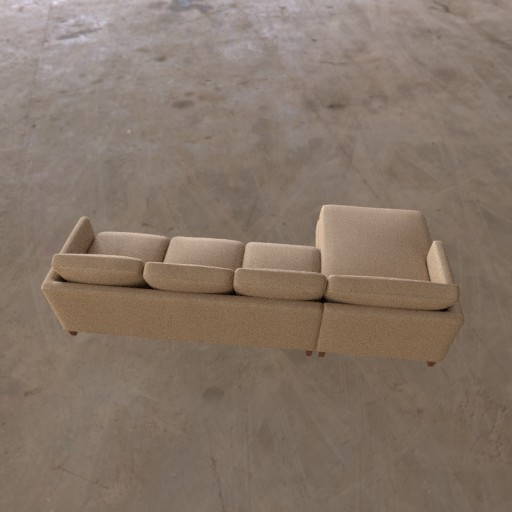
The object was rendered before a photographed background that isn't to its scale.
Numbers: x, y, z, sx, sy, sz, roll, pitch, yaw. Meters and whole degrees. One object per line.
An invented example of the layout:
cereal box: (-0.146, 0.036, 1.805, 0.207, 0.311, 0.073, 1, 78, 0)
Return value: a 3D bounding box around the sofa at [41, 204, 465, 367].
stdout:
sofa: (0.000, 0.000, 3.947, 3.201, 0.876, 1.502, 4, 46, 4)
